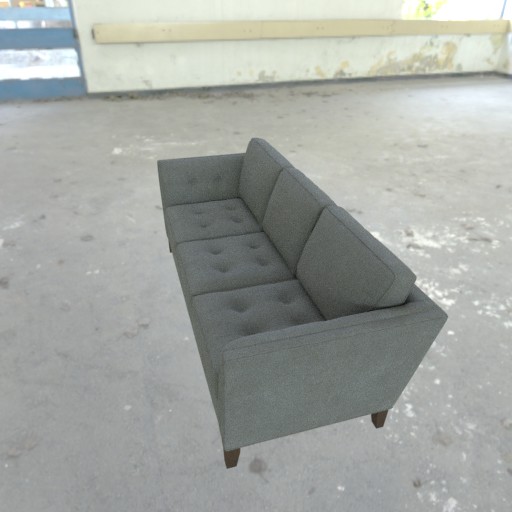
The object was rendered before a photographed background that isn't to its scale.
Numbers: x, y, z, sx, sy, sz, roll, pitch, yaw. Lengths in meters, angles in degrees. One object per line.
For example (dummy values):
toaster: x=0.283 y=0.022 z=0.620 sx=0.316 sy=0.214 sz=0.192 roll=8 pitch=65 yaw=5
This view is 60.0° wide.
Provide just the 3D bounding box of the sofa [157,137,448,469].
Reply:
sofa: x=0.000 y=0.000 z=2.849 sx=0.965 sy=0.940 sz=2.387 roll=-9 pitch=31 yaw=-14
